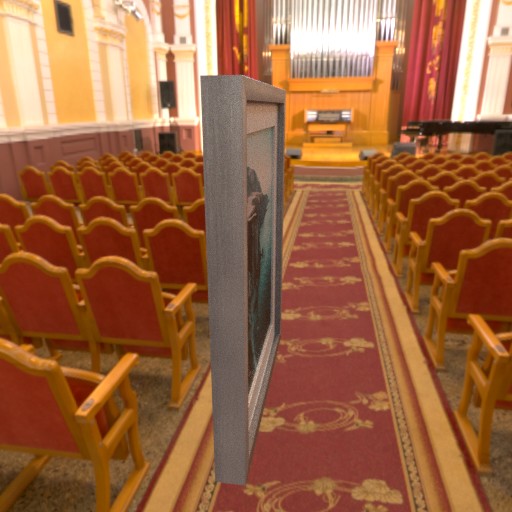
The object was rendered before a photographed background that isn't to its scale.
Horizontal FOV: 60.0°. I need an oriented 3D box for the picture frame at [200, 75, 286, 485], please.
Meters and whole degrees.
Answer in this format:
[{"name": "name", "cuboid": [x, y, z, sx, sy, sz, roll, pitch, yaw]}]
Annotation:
[{"name": "picture frame", "cuboid": [0.000, 0.000, 0.771, 0.046, 0.555, 0.449, 3, 19, 9]}]
